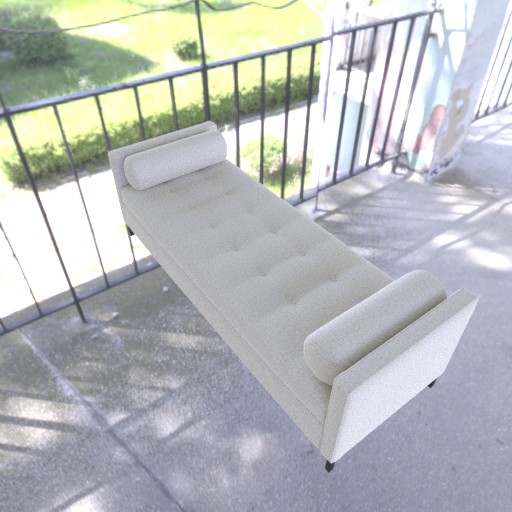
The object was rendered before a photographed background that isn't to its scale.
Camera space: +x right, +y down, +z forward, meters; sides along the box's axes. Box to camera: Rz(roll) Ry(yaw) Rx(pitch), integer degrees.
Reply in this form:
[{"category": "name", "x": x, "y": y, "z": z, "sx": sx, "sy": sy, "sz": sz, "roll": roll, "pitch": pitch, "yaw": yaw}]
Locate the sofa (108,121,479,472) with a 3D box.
[{"category": "sofa", "x": 0.000, "y": 0.000, "z": 2.355, "sx": 0.746, "sy": 0.641, "sz": 1.985, "roll": -26, "pitch": 48, "yaw": -26}]
